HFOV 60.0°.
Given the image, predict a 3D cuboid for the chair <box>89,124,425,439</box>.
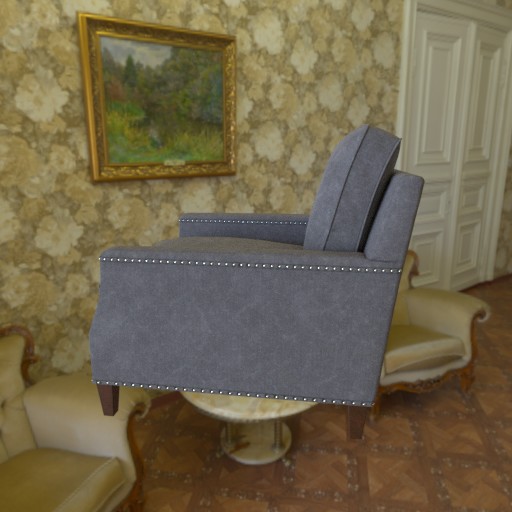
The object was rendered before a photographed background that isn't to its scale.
[{"bbox_3d":[0.000,0.000,1.697,1.014,0.948,0.853,2,14,8],"label":"chair"}]
